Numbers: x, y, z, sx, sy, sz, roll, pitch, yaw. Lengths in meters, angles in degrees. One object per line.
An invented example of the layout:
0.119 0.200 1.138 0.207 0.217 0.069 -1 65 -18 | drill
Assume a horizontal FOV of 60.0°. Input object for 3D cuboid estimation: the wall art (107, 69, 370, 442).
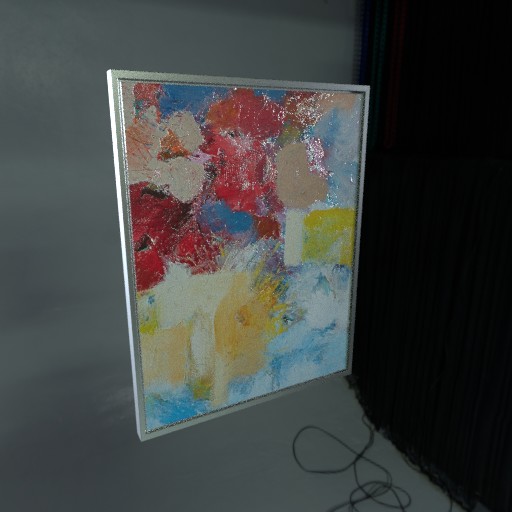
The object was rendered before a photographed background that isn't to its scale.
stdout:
0.000 0.000 0.765 0.444 0.569 0.025 -8 18 -28 | wall art
